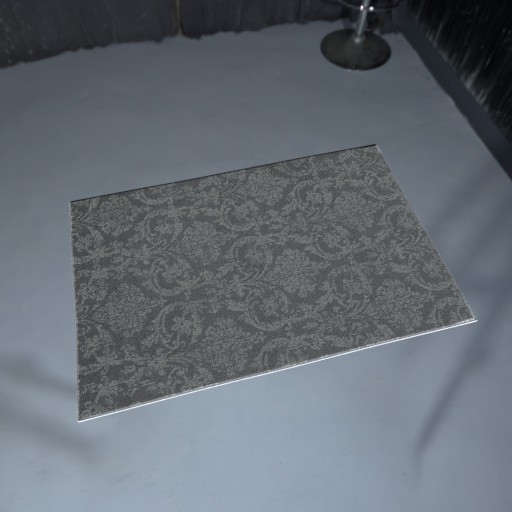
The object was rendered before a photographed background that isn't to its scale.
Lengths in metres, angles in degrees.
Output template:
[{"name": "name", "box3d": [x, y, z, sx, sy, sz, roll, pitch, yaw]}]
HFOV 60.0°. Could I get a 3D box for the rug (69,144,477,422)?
[{"name": "rug", "box3d": [0.000, 0.000, 3.403, 2.746, 0.018, 1.819, -12, 58, -8]}]
